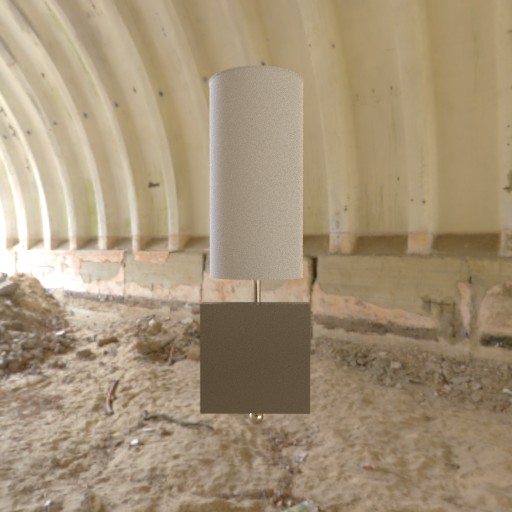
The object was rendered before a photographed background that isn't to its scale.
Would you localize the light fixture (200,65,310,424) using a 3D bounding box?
[{"bbox_3d":[0.000,0.000,0.563,0.128,0.462,0.208,0,1,0],"label":"light fixture"}]
